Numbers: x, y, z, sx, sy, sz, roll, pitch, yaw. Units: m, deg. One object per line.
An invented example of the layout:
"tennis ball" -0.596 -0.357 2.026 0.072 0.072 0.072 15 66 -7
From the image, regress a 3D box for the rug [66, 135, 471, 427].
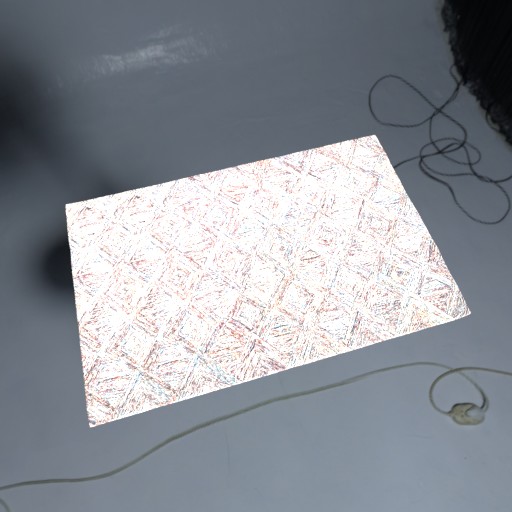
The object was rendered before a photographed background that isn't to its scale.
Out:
"rug" 0.000 0.000 2.186 1.761 0.014 1.143 -14 63 -7
